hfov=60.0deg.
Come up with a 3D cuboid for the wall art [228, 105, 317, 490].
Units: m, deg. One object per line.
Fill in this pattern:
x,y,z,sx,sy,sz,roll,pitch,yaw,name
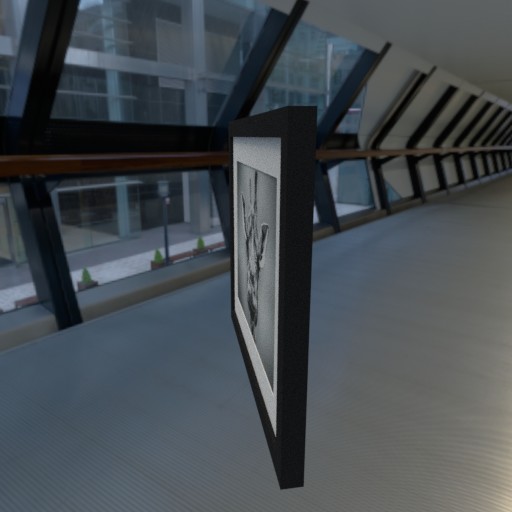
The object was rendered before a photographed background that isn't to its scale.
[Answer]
0.000,0.000,0.764,0.031,0.457,0.558,-2,15,-9,wall art
